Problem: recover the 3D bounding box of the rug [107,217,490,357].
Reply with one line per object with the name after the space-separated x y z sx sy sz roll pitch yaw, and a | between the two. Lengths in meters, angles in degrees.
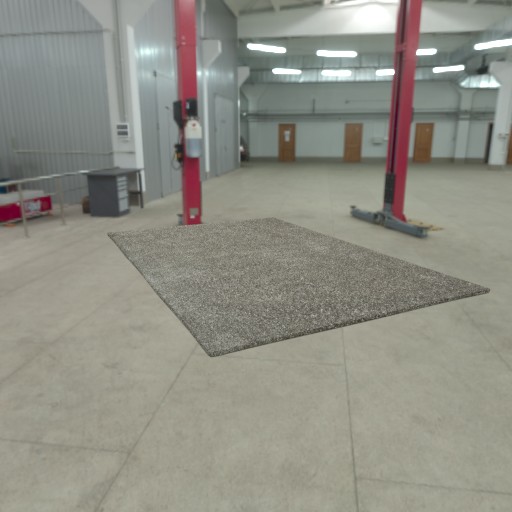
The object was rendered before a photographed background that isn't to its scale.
0.000 0.000 3.433 1.802 0.026 2.699 -8 17 -26 | rug
